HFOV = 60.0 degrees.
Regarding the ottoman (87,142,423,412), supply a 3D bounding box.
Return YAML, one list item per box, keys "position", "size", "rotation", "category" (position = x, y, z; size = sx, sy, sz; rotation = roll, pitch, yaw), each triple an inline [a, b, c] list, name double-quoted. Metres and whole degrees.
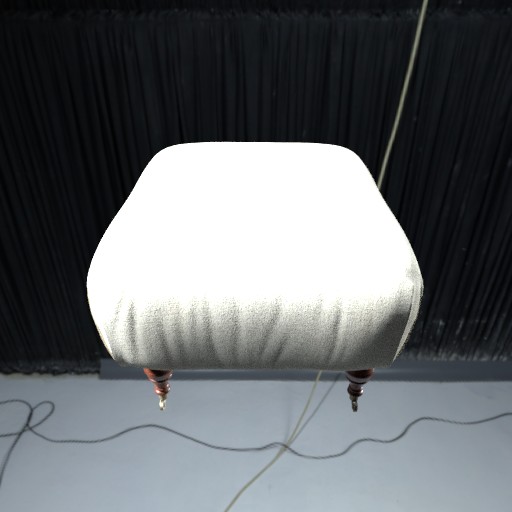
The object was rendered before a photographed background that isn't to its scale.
- position: [0.000, 0.000, 1.137]
  size: [0.622, 0.450, 0.747]
  rotation: [0, 32, 1]
  category: "ottoman"
